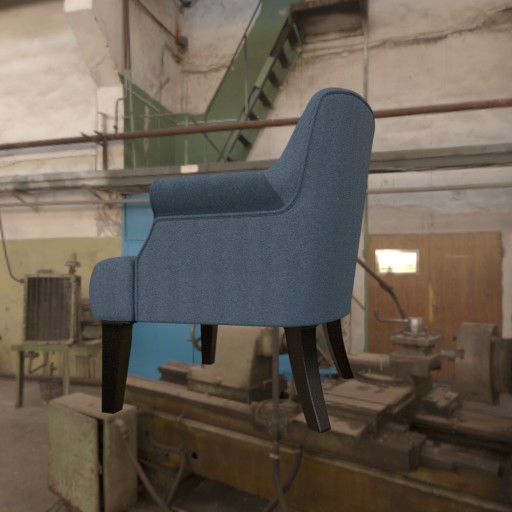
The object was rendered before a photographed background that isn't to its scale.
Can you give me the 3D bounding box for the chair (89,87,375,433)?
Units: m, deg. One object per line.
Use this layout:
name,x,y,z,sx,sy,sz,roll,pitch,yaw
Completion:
chair,0.000,0.000,1.450,0.754,0.878,0.770,0,-1,19
